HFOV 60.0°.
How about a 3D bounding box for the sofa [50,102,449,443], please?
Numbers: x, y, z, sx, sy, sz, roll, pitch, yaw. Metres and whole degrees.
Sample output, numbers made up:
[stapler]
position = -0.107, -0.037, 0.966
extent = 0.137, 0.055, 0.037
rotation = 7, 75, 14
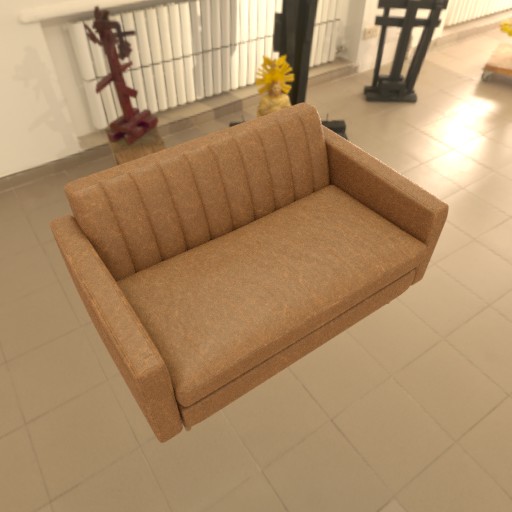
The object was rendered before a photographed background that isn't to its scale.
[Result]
[sofa]
position = 0.000, 0.000, 2.105
extent = 1.549, 0.820, 0.960
rotation = -26, 51, -24
